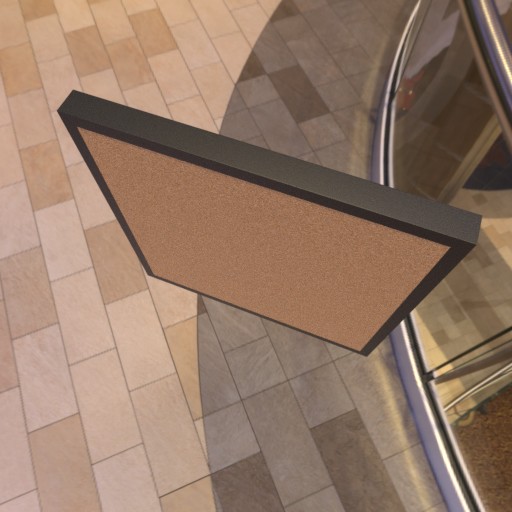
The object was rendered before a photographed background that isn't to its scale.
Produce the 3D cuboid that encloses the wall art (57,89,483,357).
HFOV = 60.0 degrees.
[{"bbox_3d":[0.000,0.000,0.737,0.508,0.508,0.038,19,66,9],"label":"wall art"}]
